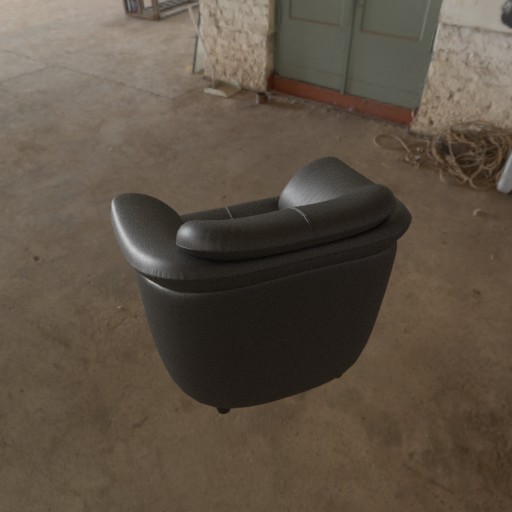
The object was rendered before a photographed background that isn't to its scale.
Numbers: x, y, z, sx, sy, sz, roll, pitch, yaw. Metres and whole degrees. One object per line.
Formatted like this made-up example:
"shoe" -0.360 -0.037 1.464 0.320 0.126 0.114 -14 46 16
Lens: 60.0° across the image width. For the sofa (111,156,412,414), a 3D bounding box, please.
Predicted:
"sofa" 0.000 0.000 1.510 0.870 0.811 0.794 -13 43 -14
